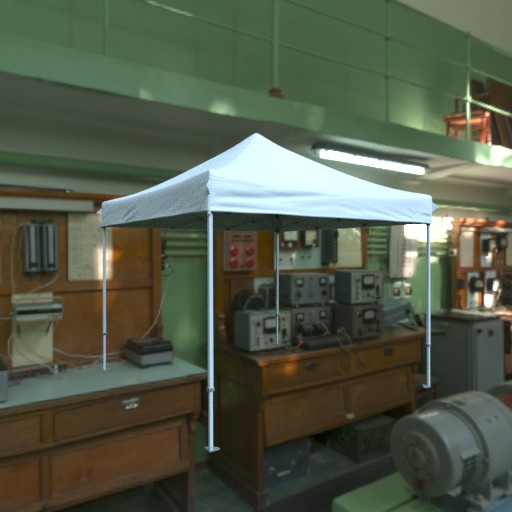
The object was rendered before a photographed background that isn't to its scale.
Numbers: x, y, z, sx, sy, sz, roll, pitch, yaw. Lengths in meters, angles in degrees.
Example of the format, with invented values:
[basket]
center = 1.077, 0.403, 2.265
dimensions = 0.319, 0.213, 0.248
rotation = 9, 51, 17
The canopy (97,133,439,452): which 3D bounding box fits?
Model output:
[canopy]
center = 0.000, 0.000, 5.432
dimensions = 2.994, 2.998, 2.996
rotation = -1, 1, -35
